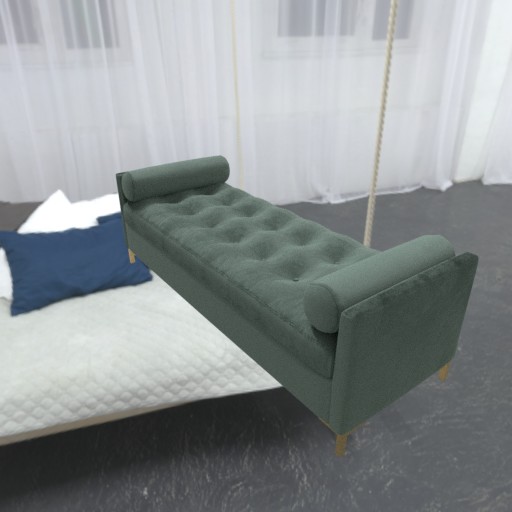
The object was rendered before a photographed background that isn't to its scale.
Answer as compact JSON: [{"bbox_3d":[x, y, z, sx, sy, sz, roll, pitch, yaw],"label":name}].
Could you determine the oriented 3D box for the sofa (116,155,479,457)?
[{"bbox_3d":[0.000,0.000,2.499,0.796,0.705,2.102,-19,32,-32],"label":"sofa"}]
